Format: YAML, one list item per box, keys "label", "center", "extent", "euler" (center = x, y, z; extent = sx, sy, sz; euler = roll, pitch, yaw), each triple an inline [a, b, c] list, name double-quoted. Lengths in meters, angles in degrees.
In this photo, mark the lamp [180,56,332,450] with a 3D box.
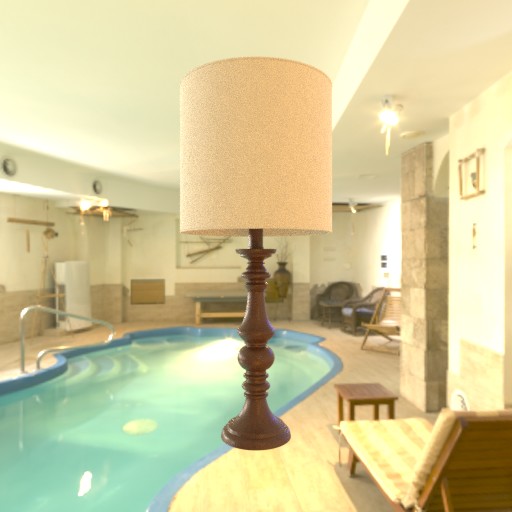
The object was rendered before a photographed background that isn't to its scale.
- label: "lamp"
  center: [0.000, 0.000, 0.738]
  extent: [0.250, 0.597, 0.250]
  euler: [0, 0, -1]
